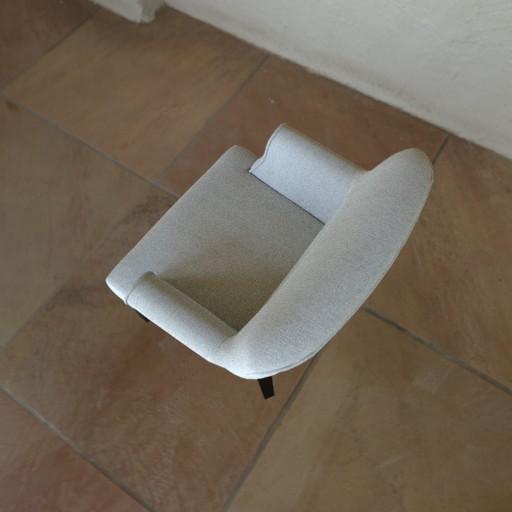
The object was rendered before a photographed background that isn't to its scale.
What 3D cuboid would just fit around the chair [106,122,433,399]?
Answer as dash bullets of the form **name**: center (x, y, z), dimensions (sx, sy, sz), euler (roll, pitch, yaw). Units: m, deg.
- **chair**: center (0.000, 0.000, 1.458), dimensions (0.750, 0.875, 0.781), euler (34, 69, 15)
